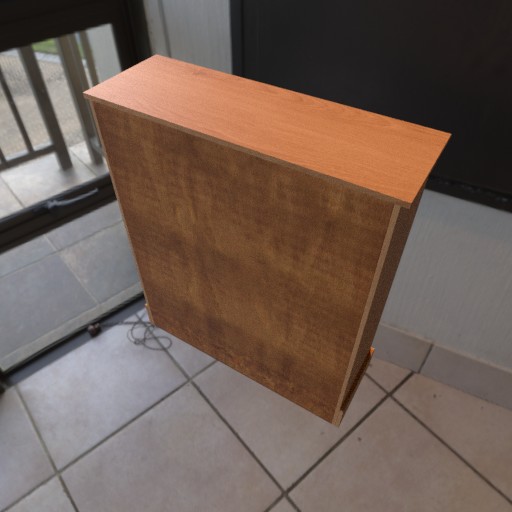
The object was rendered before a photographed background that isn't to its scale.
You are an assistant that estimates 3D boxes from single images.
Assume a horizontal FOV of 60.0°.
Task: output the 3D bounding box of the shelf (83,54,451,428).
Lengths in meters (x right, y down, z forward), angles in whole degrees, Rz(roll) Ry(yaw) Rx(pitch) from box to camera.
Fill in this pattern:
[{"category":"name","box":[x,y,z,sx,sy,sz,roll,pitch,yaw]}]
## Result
[{"category":"shelf","box":[0.000,0.000,1.396,0.840,0.980,0.291,24,50,21]}]
